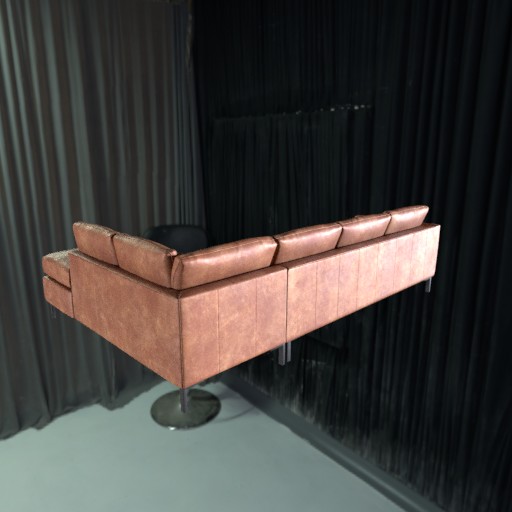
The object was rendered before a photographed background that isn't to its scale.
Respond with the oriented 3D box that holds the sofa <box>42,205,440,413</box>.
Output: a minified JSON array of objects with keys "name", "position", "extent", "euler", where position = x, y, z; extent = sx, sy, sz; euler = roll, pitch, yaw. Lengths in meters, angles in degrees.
[{"name":"sofa","position":[0.000,0.000,3.904],"extent":[2.984,0.877,1.938],"euler":[-14,20,-42]}]
